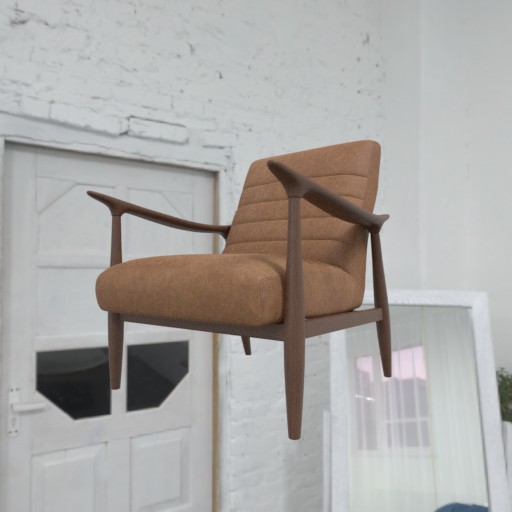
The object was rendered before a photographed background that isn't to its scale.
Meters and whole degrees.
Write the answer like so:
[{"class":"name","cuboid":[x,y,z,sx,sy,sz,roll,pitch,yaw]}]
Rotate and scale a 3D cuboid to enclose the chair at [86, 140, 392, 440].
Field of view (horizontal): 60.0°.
[{"class":"chair","cuboid":[0.000,0.000,1.437,0.741,0.832,0.798,-1,-1,37]}]
